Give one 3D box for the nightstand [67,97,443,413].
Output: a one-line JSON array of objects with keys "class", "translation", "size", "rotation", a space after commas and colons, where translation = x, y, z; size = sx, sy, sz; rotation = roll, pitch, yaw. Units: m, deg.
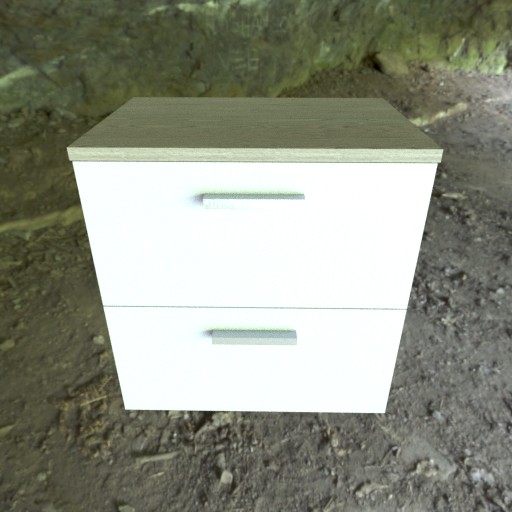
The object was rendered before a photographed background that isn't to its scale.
[{"class": "nightstand", "translation": [0.000, 0.000, 0.761], "size": [0.442, 0.461, 0.325], "rotation": [0, 30, 1]}]
